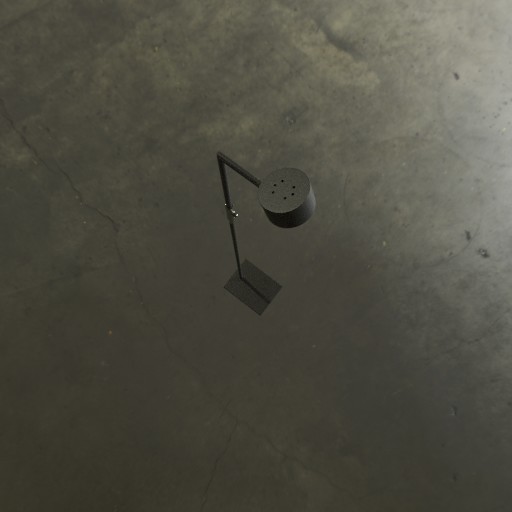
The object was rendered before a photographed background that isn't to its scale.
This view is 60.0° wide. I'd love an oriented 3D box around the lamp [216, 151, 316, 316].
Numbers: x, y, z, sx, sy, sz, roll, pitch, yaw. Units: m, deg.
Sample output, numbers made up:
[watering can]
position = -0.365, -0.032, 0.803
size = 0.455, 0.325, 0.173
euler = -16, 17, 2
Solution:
[lamp]
position = 0.000, 0.000, 1.714
size = 0.304, 1.600, 0.203
euler = 37, 79, 8
